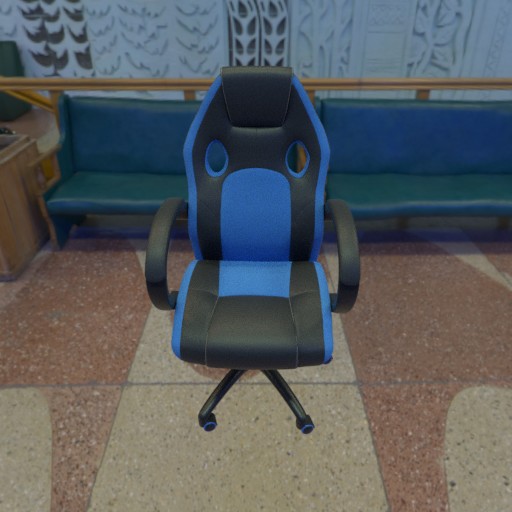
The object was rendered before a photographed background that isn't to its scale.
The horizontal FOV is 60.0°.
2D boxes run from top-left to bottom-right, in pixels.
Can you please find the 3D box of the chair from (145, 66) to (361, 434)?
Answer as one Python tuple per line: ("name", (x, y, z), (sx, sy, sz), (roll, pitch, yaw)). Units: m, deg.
("chair", (0.000, 0.000, 1.601), (0.673, 1.187, 0.724), (1, 31, 1))
